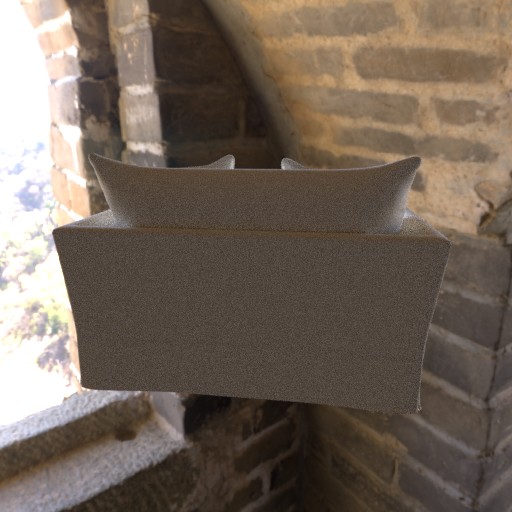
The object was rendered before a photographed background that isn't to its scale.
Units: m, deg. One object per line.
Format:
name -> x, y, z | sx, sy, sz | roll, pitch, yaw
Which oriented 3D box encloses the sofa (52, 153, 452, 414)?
sofa -> 0.000, 0.000, 2.260 | 1.608, 1.039, 1.026 | 2, 15, 8
